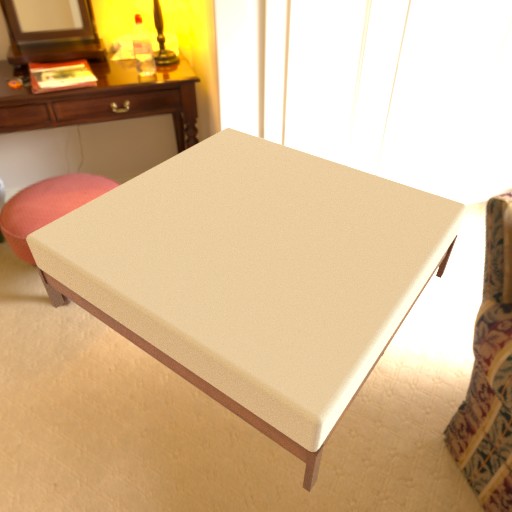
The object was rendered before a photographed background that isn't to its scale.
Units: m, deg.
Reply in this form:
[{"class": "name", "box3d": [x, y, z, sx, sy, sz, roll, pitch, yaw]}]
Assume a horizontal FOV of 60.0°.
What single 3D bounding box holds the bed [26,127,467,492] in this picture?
[{"class": "bed", "box3d": [0.000, 0.000, 2.967, 2.049, 0.616, 1.930, 25, 46, 27]}]
